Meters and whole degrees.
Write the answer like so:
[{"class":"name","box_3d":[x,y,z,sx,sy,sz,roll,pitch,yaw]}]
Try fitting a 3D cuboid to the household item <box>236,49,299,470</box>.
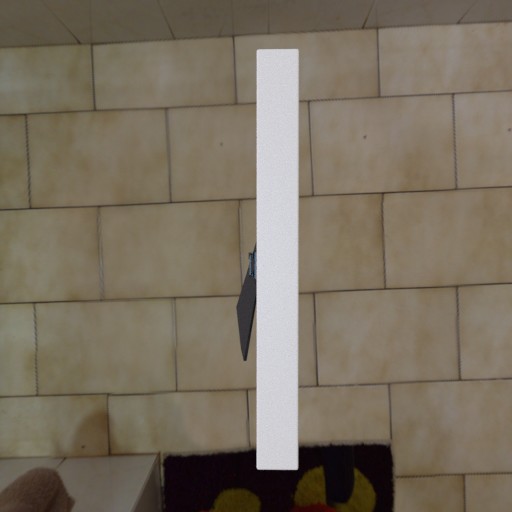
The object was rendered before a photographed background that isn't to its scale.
[{"class":"household item","box_3d":[0.000,0.000,0.335,0.045,0.250,0.200,0,91,1]}]
